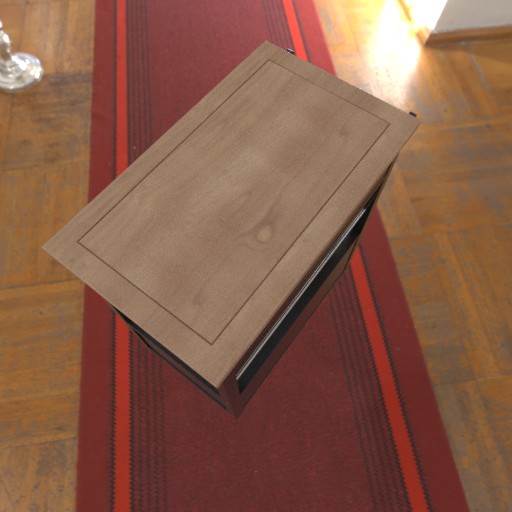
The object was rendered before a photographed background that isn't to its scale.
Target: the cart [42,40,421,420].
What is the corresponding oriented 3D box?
[{"bbox_3d":[0.000,0.000,1.388,0.459,0.901,0.840,34,69,15],"label":"cart"}]
